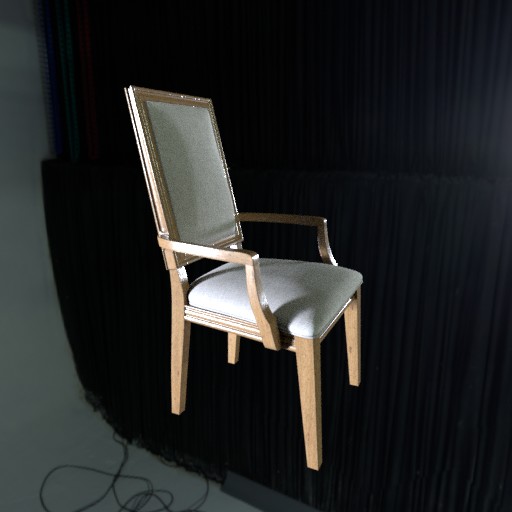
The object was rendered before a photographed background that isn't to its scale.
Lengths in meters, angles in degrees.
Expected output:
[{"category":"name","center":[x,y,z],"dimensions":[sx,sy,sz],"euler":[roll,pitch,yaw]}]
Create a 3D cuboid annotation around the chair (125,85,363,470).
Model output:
[{"category":"chair","center":[0.000,0.000,1.392],"dimensions":[0.602,0.990,0.606],"euler":[7,16,25]}]
